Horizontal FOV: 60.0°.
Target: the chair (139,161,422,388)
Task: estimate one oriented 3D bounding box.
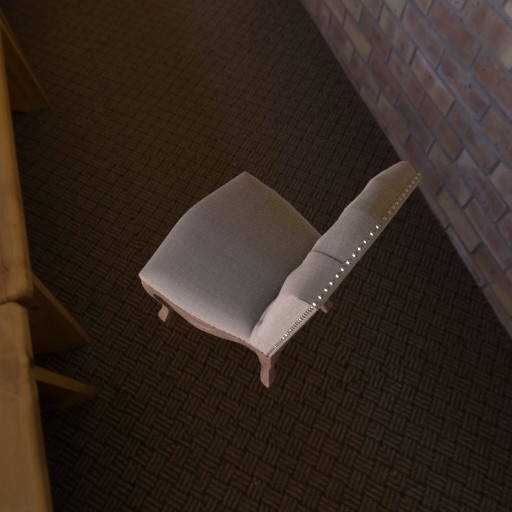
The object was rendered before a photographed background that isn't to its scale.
[{"bbox_3d":[0.000,0.000,1.619,0.731,1.191,0.637,36,68,17],"label":"chair"}]
